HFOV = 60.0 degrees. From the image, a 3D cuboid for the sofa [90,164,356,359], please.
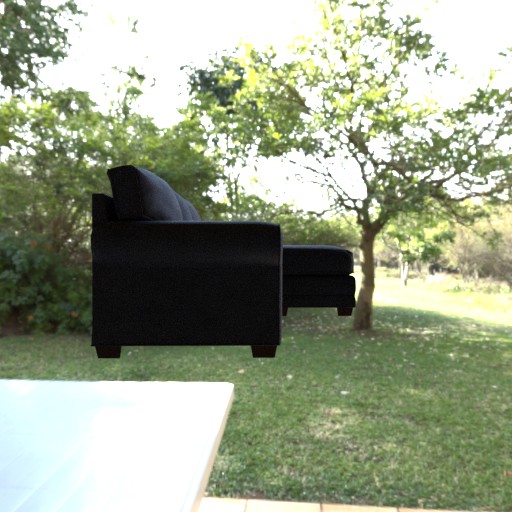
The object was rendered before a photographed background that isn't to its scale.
[{"bbox_3d":[0.000,0.000,3.516,1.780,1.063,2.567,0,1,-1],"label":"sofa"}]
